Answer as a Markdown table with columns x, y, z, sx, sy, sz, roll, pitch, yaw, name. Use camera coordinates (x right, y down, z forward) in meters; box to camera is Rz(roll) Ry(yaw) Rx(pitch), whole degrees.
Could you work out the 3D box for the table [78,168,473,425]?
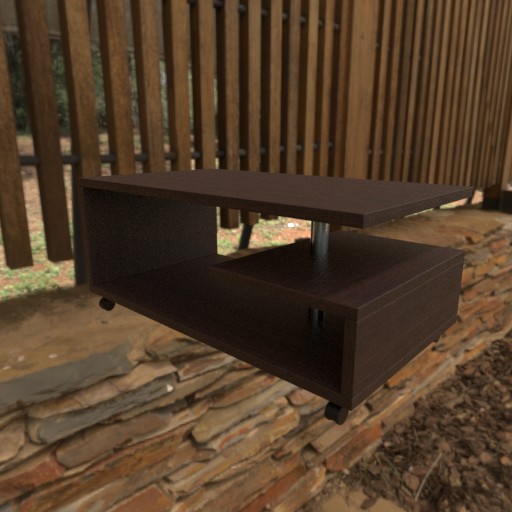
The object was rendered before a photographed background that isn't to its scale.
| x | y | z | sx | sy | sz | roll | pitch | yaw | name |
| --- | --- | --- | --- | --- | --- | --- | --- | --- | --- |
| 0.000 | 0.000 | 1.387 | 1.050 | 0.460 | 0.590 | 13 | 20 | 41 | table |
